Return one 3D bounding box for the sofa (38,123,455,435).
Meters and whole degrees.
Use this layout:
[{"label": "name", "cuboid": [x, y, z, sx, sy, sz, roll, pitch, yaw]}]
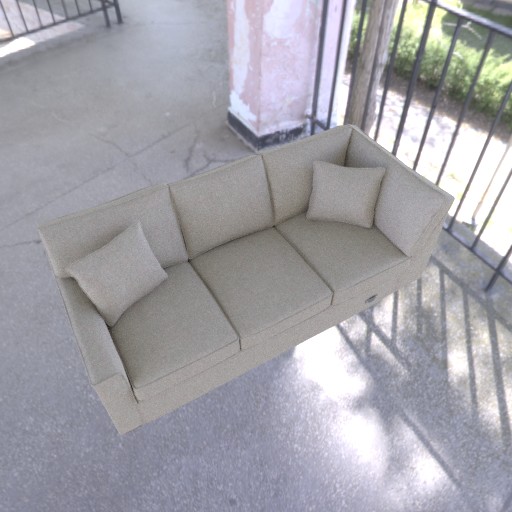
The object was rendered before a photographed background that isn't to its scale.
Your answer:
[{"label": "sofa", "cuboid": [0.000, 0.000, 2.852, 2.317, 0.962, 1.061, -23, 51, -20]}]
